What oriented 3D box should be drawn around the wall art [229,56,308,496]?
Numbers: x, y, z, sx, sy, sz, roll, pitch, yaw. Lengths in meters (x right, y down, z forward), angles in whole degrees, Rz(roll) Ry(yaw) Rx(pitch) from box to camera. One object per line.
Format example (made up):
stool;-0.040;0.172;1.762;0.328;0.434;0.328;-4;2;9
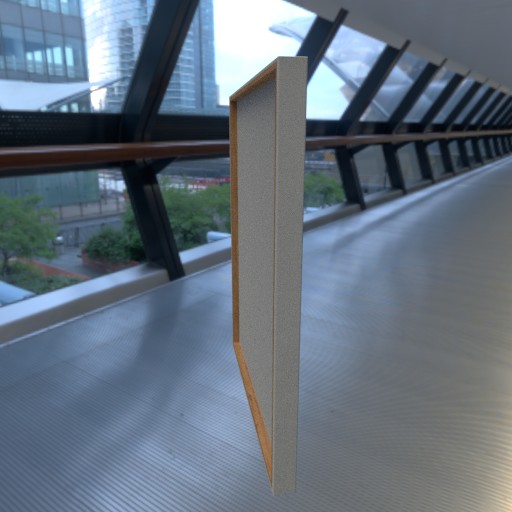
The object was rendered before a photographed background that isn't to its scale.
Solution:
wall art;0.000;0.000;0.828;0.037;0.606;0.508;-3;15;-10
